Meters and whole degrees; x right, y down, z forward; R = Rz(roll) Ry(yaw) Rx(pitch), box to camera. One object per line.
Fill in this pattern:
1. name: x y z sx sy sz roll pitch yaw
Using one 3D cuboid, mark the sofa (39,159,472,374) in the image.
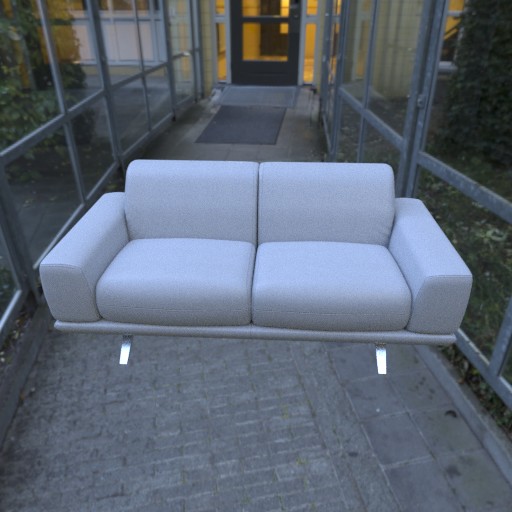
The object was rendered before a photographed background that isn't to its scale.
1. sofa: 0.000 0.000 2.340 1.901 0.772 0.900 1 30 3
